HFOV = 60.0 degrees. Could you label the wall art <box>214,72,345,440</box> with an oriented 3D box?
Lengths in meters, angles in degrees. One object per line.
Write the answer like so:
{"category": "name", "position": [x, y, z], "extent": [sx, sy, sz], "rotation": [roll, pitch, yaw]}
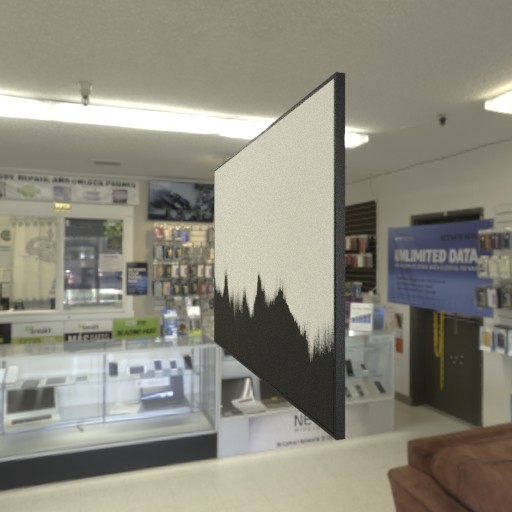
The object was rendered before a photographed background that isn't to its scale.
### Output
{"category": "wall art", "position": [0.000, 0.000, 1.251], "extent": [0.019, 0.660, 0.957], "rotation": [0, 0, -19]}
